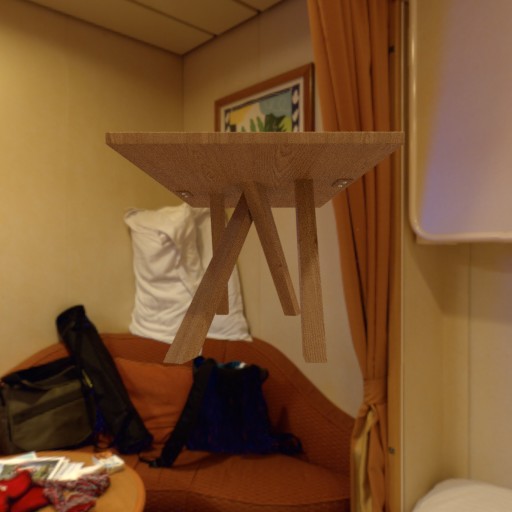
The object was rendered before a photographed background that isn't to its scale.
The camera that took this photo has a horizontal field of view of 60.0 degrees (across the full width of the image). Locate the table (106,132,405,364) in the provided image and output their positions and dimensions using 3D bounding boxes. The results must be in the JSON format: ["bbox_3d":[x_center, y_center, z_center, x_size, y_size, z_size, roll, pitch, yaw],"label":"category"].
[{"bbox_3d":[0.000,0.000,2.232,0.901,0.750,1.797,0,0,0],"label":"table"}]
